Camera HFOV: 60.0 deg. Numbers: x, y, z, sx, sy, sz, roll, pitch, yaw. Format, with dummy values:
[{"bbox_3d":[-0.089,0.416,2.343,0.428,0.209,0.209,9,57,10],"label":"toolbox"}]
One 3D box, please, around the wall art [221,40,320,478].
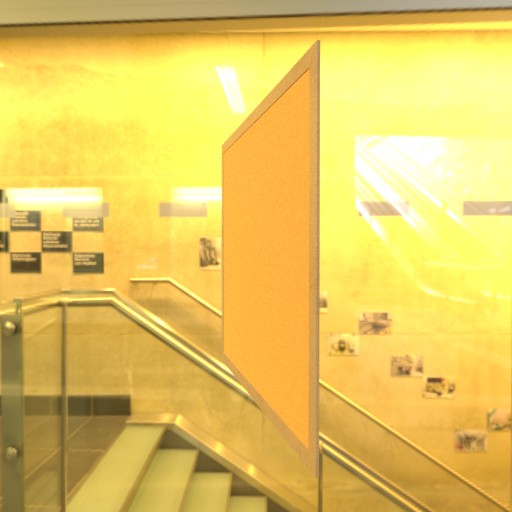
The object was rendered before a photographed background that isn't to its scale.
[{"bbox_3d":[0.000,0.000,1.644,0.025,1.067,1.168,0,1,-16],"label":"wall art"}]
